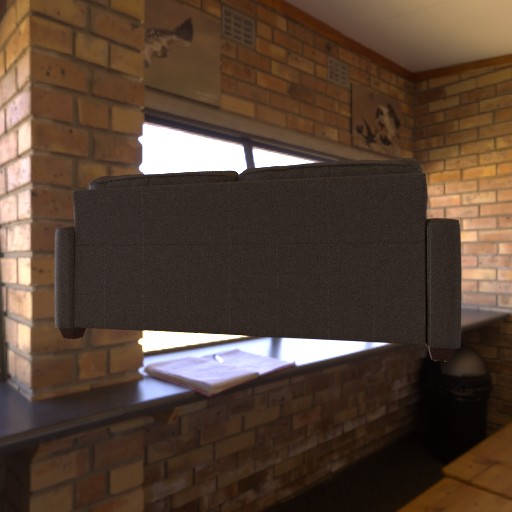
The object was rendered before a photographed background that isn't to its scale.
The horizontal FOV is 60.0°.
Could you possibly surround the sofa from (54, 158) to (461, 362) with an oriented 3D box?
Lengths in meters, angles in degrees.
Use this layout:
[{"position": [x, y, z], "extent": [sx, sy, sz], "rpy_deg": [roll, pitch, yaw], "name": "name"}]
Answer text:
[{"position": [0.000, 0.000, 2.570], "extent": [2.080, 0.919, 0.940], "rpy_deg": [0, 0, 16], "name": "sofa"}]
